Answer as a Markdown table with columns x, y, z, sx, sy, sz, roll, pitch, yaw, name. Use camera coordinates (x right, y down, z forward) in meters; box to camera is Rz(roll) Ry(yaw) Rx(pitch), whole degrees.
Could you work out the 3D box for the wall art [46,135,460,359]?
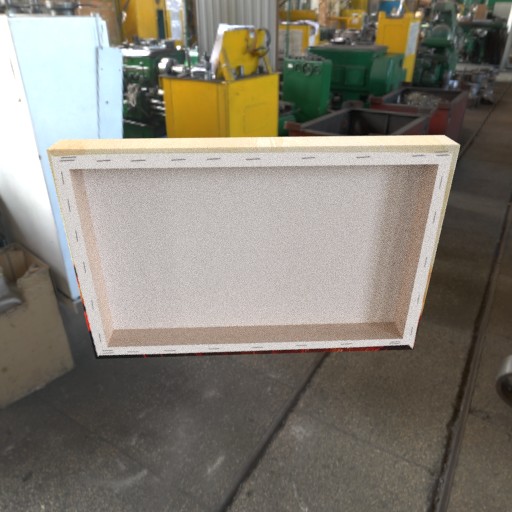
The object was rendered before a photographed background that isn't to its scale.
| x | y | z | sx | sy | sz | roll | pitch | yaw | name |
| --- | --- | --- | --- | --- | --- | --- | --- | --- | --- |
| 0.000 | 0.000 | 0.486 | 0.383 | 0.251 | 0.037 | -1 | 29 | -2 | wall art |
